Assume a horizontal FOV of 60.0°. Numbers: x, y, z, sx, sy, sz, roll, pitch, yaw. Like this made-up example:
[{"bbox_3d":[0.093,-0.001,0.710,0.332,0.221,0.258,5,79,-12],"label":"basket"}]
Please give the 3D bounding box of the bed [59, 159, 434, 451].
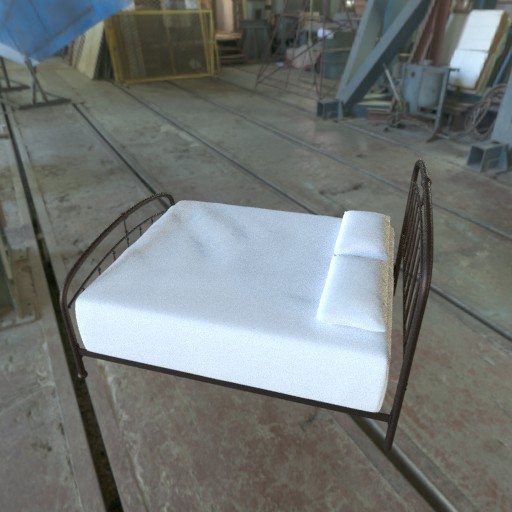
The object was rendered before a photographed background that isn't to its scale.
[{"bbox_3d":[0.000,0.000,3.253,2.180,1.425,1.711,8,32,13],"label":"bed"}]
